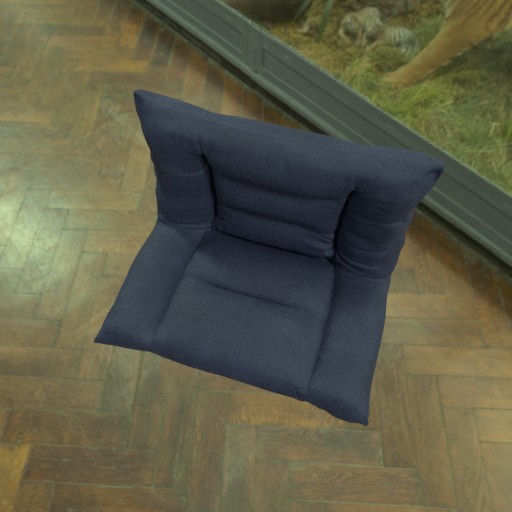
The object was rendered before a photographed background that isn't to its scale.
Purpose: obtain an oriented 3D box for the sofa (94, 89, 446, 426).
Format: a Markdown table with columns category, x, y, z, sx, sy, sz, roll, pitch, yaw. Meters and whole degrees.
| category | x | y | z | sx | sy | sz | roll | pitch | yaw |
| --- | --- | --- | --- | --- | --- | --- | --- | --- | --- |
| sofa | 0.000 | 0.000 | 1.679 | 1.122 | 0.778 | 0.849 | 15 | 60 | 9 |
